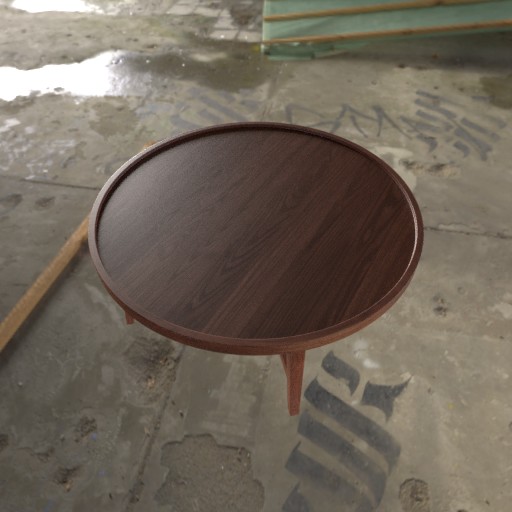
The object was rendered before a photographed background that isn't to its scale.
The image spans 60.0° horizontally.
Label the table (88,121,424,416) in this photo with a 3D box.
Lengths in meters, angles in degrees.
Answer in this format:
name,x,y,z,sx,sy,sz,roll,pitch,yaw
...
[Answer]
name,x,y,z,sx,sy,sz,roll,pitch,yaw
table,0.000,0.000,1.220,0.800,0.360,0.800,0,47,0
